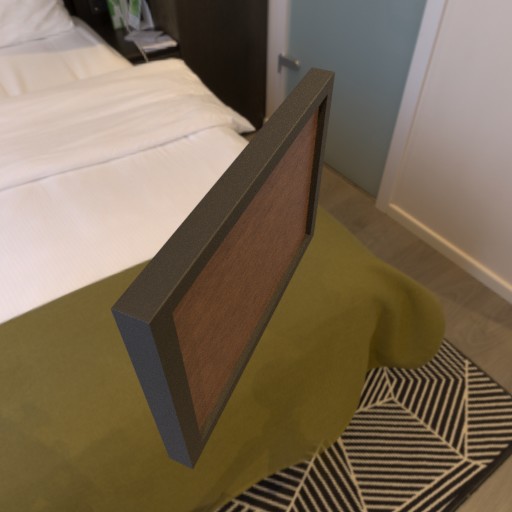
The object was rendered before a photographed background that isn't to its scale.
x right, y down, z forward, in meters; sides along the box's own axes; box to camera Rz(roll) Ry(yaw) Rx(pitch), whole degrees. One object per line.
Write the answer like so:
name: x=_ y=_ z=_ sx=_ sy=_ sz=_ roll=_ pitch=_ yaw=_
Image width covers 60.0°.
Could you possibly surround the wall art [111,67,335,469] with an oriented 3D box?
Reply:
wall art: x=0.000 y=0.000 z=0.855 sx=0.051 sy=0.456 sz=0.671 roll=18 pitch=49 yaw=16
